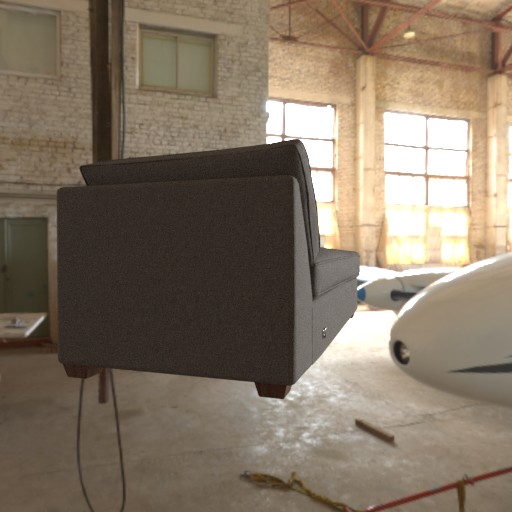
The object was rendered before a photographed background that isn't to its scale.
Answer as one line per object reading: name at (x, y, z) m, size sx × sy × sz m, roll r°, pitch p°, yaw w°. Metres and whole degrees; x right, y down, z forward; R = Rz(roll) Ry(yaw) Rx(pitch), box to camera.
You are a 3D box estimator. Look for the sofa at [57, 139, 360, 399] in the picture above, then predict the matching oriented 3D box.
sofa at (0.000, 0.000, 2.797) m, size 1.110 × 1.033 × 2.237 m, roll 0°, pitch 1°, yaw 18°
